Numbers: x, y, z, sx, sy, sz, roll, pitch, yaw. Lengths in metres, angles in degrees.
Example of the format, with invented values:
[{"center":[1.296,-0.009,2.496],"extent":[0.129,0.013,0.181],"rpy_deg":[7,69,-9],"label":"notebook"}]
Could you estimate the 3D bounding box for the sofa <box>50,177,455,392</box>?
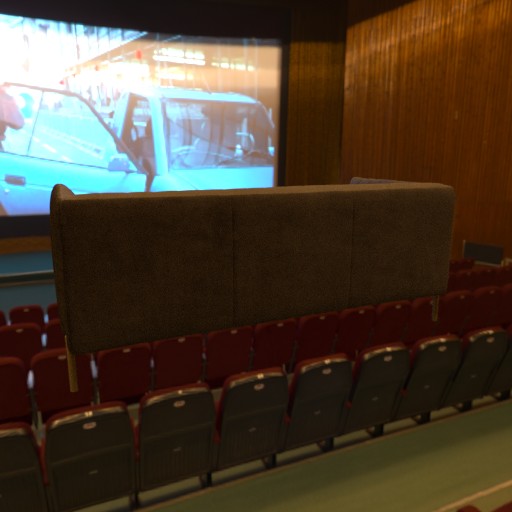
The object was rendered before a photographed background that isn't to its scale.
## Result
[{"center":[0.000,0.000,2.376],"extent":[1.980,0.780,0.876],"rpy_deg":[-6,14,-24],"label":"sofa"}]
